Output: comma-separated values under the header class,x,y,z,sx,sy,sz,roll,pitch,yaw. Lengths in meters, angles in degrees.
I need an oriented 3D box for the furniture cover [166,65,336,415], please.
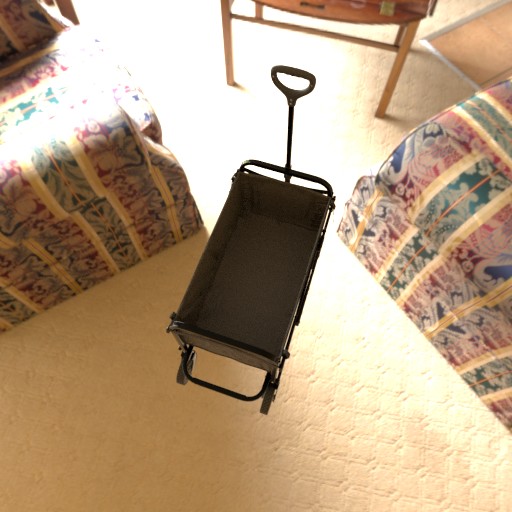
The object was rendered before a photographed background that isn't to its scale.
class,x,y,z,sx,sy,sz,roll,pitch,yaw
furniture cover,0.000,0.000,1.840,0.532,1.295,1.038,17,65,8
